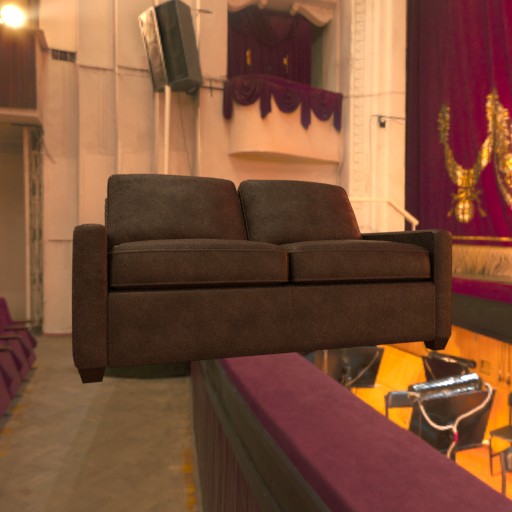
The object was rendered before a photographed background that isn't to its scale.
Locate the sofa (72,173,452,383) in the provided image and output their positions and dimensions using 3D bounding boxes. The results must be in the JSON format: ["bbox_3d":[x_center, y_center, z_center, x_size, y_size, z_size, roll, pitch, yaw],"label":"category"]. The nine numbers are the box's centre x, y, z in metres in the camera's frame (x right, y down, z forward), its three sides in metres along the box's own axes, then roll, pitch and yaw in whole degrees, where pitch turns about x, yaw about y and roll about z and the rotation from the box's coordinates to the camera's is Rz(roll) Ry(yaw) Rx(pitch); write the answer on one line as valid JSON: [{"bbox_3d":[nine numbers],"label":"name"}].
[{"bbox_3d":[0.000,0.000,2.308,1.732,0.916,0.939,0,1,-19],"label":"sofa"}]
